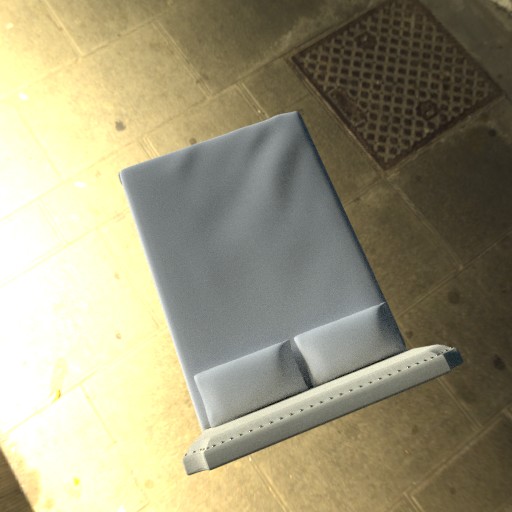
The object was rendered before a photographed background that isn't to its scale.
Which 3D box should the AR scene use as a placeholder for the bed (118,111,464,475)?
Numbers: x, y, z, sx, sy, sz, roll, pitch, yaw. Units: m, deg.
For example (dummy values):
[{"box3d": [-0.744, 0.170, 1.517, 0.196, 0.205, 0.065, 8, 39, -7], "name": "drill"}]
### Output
[{"box3d": [0.000, 0.000, 3.378, 1.713, 1.457, 2.381, -20, 76, -5], "name": "bed"}]
